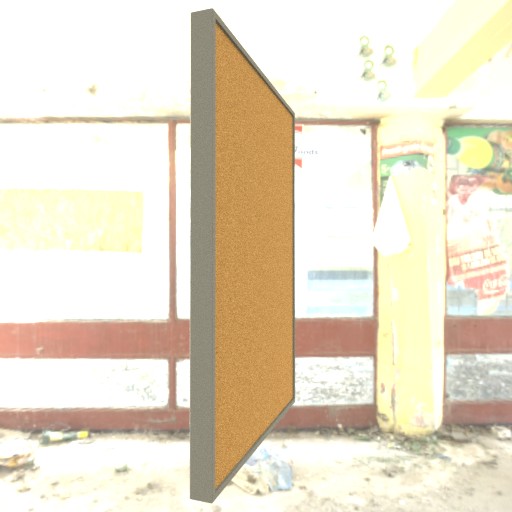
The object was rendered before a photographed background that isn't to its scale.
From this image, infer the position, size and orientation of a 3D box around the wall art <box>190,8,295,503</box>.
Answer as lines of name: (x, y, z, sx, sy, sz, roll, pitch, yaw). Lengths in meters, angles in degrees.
wall art: (0.000, 0.000, 0.920, 0.039, 0.753, 0.511, 0, -1, 19)
